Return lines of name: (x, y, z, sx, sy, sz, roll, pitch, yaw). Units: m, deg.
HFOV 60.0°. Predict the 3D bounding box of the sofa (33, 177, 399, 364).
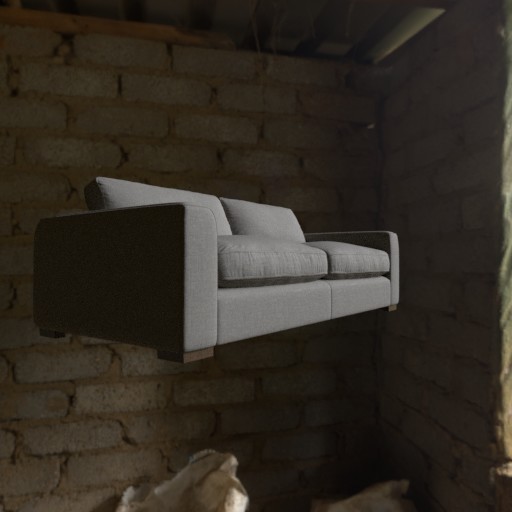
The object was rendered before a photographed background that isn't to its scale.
sofa: (0.000, 0.000, 2.751, 1.070, 0.801, 2.262, 0, -1, 37)
